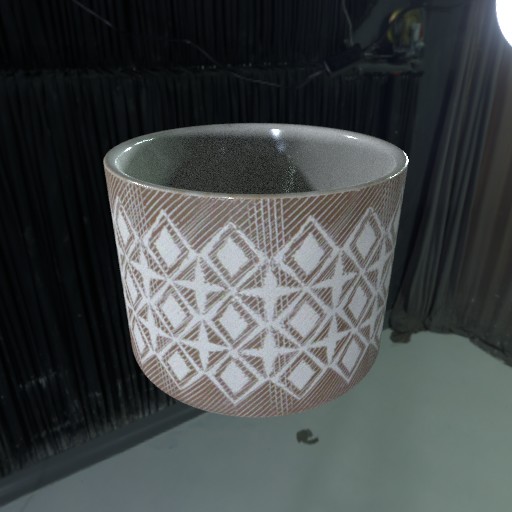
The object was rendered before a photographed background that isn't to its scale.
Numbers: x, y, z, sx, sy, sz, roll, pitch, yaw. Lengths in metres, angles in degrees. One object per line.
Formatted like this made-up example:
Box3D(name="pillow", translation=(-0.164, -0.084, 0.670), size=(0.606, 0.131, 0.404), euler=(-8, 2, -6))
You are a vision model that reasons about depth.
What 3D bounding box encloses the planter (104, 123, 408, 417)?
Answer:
Box3D(name="planter", translation=(0.000, 0.000, 0.215), size=(0.126, 0.104, 0.126), euler=(0, 27, 0))
